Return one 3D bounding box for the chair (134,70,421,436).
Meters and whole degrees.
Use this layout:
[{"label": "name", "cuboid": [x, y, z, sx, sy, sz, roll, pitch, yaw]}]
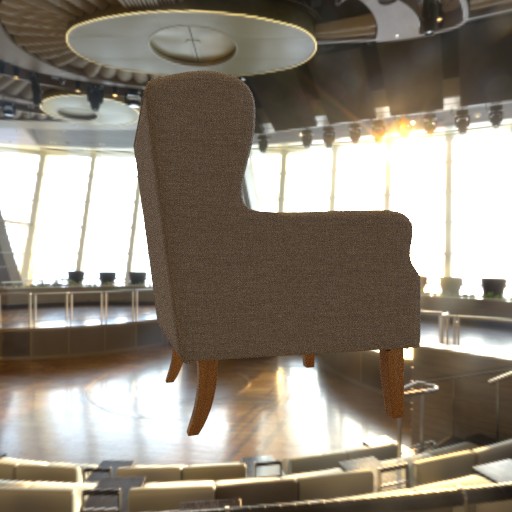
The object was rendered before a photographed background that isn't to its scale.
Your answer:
[{"label": "chair", "cuboid": [0.000, 0.000, 1.473, 0.760, 0.930, 0.710, 0, 0, -18]}]
